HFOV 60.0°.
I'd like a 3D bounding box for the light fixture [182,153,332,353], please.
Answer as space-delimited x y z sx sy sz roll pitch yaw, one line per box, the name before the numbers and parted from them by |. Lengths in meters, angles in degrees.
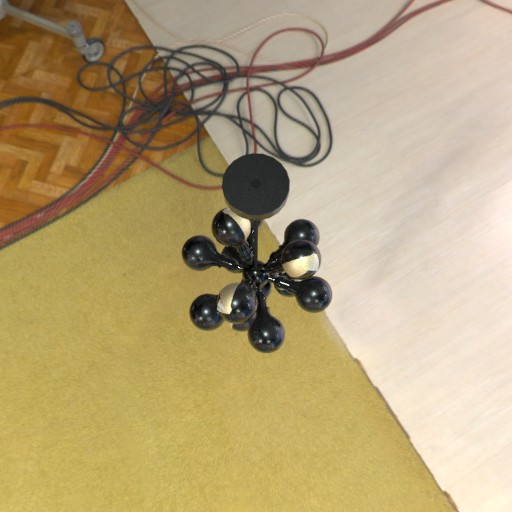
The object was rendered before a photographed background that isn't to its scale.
light fixture | 0.000 0.000 1.131 0.468 0.859 0.420 20 75 6
